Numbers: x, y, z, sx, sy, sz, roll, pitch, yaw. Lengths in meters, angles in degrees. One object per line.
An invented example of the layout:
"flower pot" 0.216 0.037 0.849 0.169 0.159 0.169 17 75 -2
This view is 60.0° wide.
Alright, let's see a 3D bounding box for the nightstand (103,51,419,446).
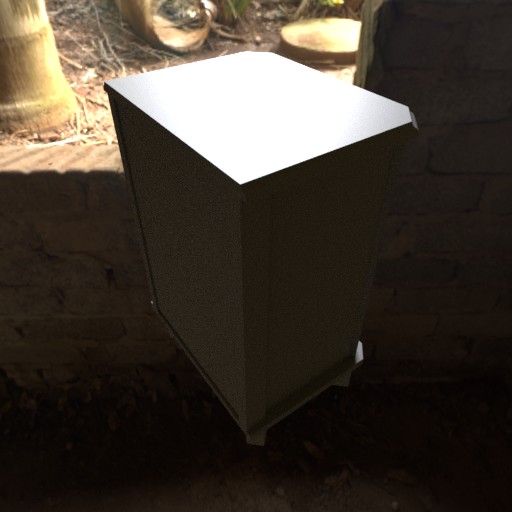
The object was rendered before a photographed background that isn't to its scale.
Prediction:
"nightstand" 0.000 0.000 0.940 0.350 0.680 0.450 -25 46 -26
